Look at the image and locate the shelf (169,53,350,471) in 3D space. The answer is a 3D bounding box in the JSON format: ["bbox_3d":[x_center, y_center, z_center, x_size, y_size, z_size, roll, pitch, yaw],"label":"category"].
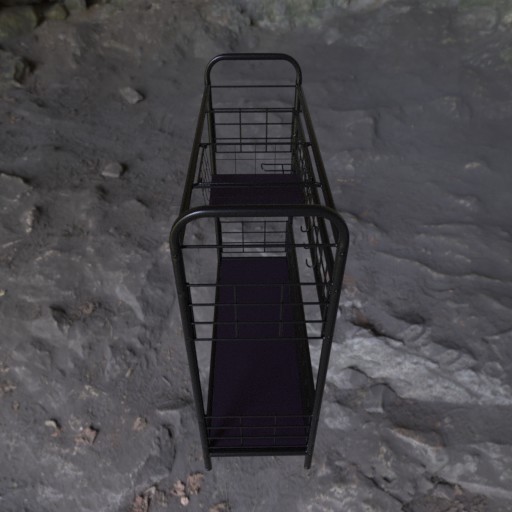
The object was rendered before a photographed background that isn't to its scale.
[{"bbox_3d":[0.000,0.000,1.487,0.350,1.026,0.961,-1,40,-1],"label":"shelf"}]
